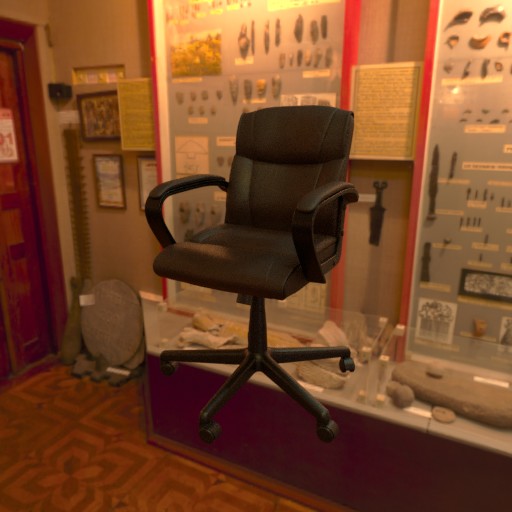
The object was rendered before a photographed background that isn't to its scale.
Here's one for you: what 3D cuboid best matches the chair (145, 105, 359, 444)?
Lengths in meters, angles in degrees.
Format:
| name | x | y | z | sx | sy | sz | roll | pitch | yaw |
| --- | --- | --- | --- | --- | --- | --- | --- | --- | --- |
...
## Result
| name | x | y | z | sx | sy | sz | roll | pitch | yaw |
| --- | --- | --- | --- | --- | --- | --- | --- | --- | --- |
| chair | 0.000 | 0.000 | 1.516 | 0.739 | 1.004 | 0.717 | 9 | 18 | 28 |
